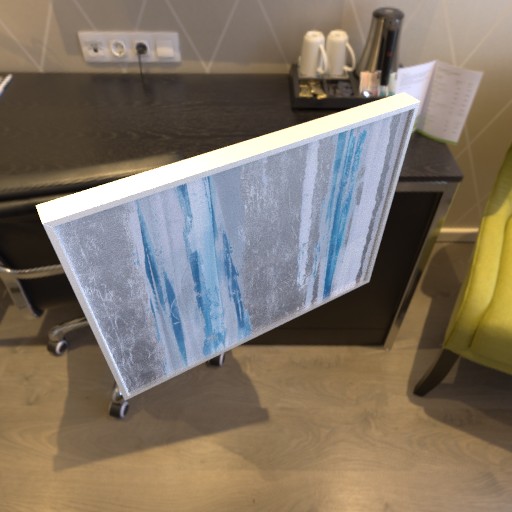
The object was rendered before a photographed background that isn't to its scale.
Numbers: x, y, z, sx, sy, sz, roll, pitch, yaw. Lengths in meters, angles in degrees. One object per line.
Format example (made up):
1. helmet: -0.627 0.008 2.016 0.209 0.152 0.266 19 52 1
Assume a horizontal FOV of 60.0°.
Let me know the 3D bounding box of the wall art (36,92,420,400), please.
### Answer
1. wall art: 0.000 0.000 1.408 1.056 0.801 0.066 -22 50 -20
